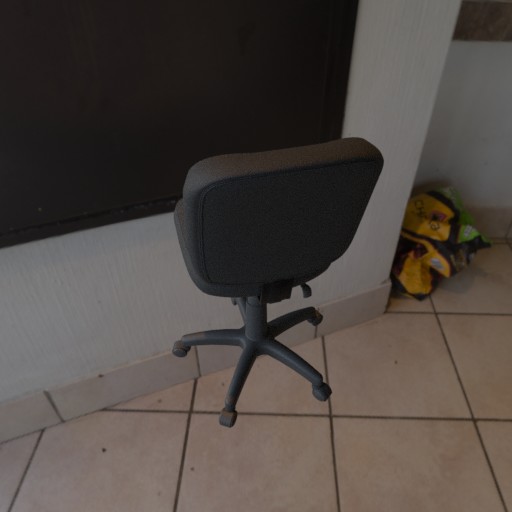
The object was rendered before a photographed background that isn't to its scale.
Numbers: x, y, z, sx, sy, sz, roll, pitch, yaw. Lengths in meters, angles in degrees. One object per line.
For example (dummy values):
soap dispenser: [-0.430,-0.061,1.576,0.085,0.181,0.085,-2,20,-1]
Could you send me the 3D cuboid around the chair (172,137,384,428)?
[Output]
chair: [0.000,0.000,1.369,0.610,0.972,0.610,-11,42,-12]
